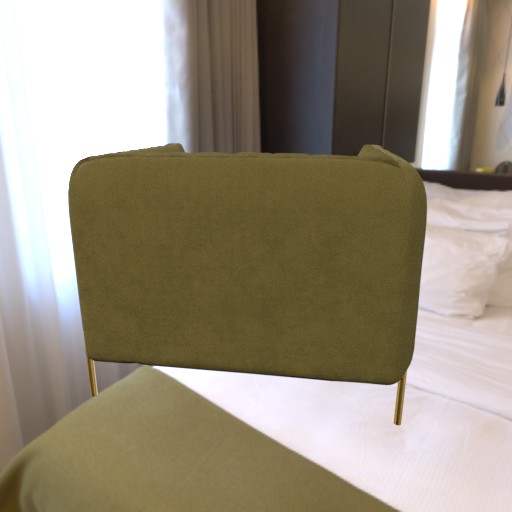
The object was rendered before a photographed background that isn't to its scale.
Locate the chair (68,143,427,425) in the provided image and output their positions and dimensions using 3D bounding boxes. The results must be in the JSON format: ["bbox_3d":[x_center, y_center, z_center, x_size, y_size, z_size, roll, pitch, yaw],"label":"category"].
[{"bbox_3d":[0.000,0.000,1.639,1.032,0.794,0.877,3,17,8],"label":"chair"}]
